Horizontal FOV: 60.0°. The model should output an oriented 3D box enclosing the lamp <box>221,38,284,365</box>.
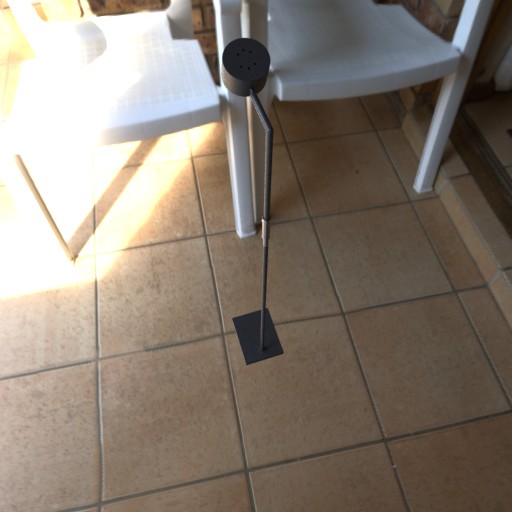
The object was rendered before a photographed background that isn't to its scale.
[{"bbox_3d":[0.000,0.000,1.678,0.203,1.600,0.304,-15,60,-9],"label":"lamp"}]
